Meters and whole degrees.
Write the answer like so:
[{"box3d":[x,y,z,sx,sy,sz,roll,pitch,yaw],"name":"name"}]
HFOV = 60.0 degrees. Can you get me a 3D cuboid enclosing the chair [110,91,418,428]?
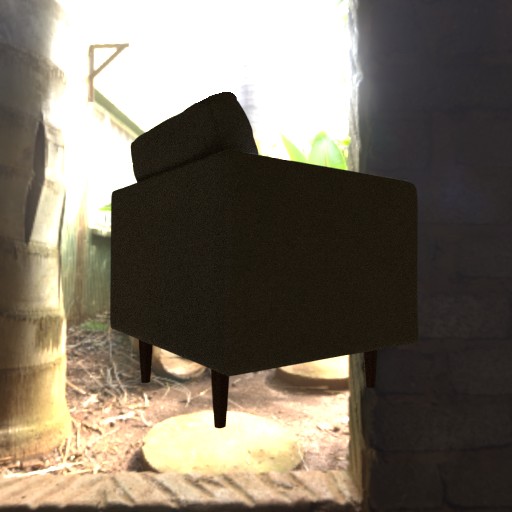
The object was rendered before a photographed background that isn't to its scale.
[{"box3d":[0.000,0.000,1.600,0.800,0.927,0.855,0,0,-36],"name":"chair"}]
